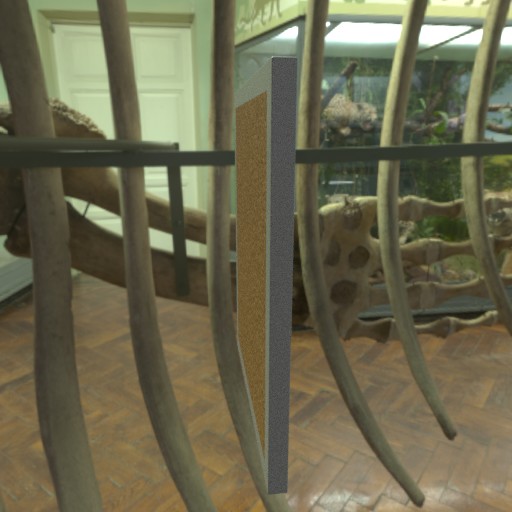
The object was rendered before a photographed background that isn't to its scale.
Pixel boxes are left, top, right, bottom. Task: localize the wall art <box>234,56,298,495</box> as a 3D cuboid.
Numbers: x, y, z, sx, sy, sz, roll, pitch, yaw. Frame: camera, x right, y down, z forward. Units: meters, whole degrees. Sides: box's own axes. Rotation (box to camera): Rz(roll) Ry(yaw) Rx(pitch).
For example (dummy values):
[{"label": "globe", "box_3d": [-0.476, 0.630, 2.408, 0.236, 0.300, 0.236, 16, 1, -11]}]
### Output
[{"label": "wall art", "box_3d": [0.000, 0.000, 0.752, 0.028, 0.556, 0.454, -2, 16, -7]}]
